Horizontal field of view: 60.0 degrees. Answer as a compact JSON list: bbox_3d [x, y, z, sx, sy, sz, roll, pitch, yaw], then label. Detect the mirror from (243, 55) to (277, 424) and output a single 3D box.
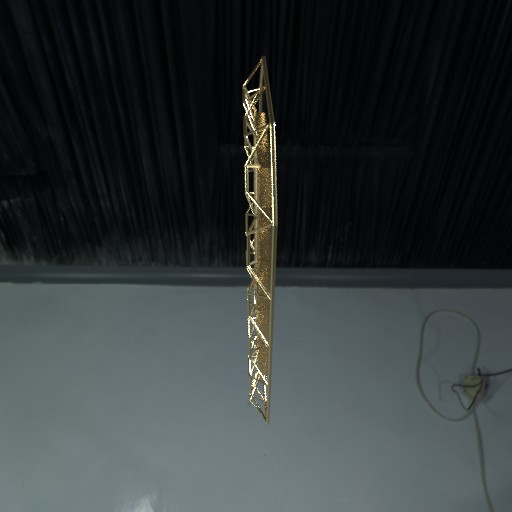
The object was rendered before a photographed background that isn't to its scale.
[{"bbox_3d":[0.000,0.000,1.124,0.051,0.870,0.572,-1,42,-1],"label":"mirror"}]
